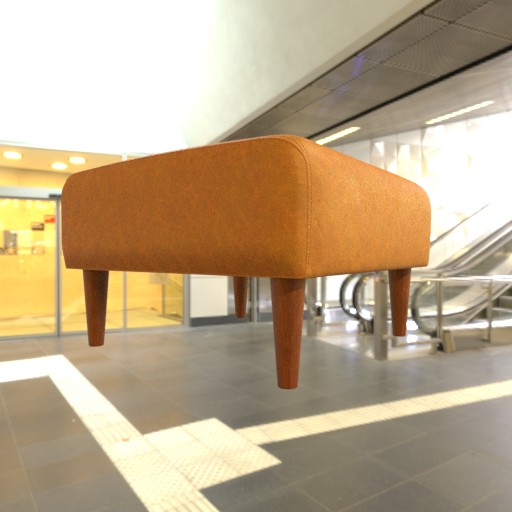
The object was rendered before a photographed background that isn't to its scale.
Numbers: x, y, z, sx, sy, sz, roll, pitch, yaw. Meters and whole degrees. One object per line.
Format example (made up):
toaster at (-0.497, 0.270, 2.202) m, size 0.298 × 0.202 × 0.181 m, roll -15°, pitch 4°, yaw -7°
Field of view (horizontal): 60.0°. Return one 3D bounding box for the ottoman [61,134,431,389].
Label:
ottoman at (0.000, 0.000, 1.047) m, size 0.650 × 0.399 × 0.650 m, roll 0°, pitch 1°, yaw 37°
